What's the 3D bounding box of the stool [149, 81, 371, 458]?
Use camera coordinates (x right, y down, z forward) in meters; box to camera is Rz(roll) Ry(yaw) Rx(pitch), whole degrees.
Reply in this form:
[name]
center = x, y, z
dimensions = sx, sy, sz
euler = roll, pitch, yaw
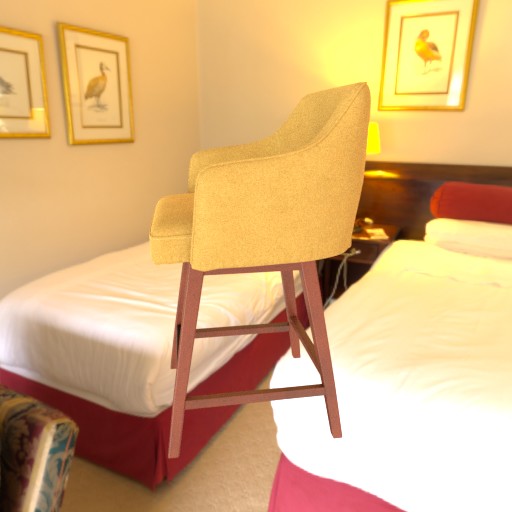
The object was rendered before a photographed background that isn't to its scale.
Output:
[stool]
center = 0.000, 0.000, 1.267
dimensions = 0.558, 0.924, 0.548
euler = -3, 17, -9
